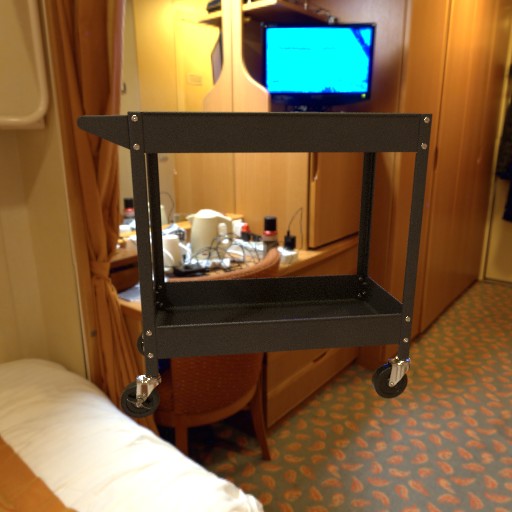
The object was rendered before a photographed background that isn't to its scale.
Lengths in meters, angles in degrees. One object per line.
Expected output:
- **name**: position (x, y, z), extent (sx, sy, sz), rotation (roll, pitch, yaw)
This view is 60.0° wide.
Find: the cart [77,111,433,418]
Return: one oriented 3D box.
- **cart**: position (0.000, 0.000, 1.190), extent (0.779, 0.719, 0.366), rotation (-2, 15, -7)
